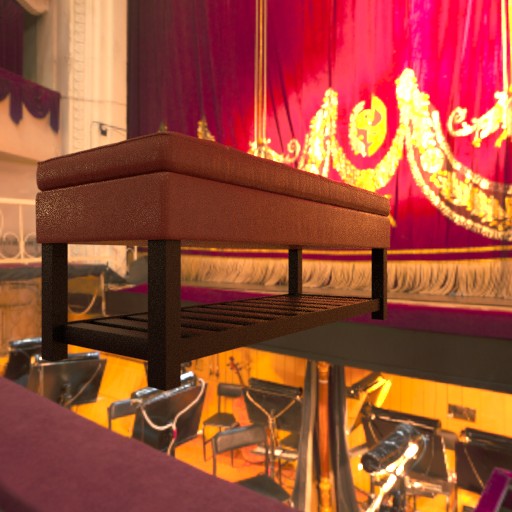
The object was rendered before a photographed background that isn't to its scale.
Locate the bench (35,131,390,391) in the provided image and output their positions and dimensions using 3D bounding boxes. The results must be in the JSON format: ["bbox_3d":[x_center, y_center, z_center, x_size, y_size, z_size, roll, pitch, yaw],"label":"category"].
[{"bbox_3d":[0.000,0.000,1.304,0.432,0.460,1.105,0,0,36],"label":"bench"}]
